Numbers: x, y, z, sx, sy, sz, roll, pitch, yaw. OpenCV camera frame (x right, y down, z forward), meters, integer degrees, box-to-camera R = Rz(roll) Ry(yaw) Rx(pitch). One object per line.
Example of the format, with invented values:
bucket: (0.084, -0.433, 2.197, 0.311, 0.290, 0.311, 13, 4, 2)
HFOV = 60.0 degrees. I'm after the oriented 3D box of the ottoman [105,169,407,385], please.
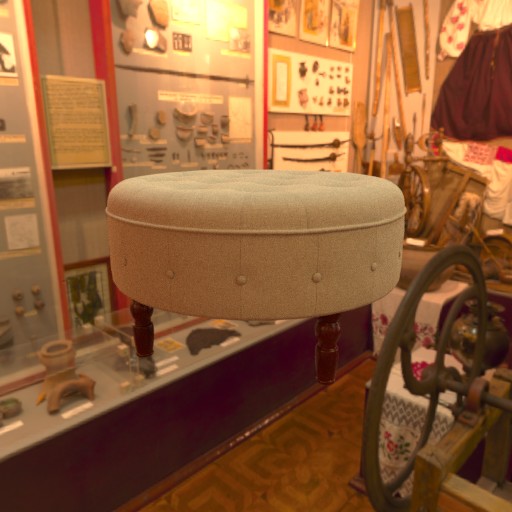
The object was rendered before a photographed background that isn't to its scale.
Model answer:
ottoman: (0.000, 0.000, 1.357, 0.849, 0.478, 0.849, 0, 15, 0)
